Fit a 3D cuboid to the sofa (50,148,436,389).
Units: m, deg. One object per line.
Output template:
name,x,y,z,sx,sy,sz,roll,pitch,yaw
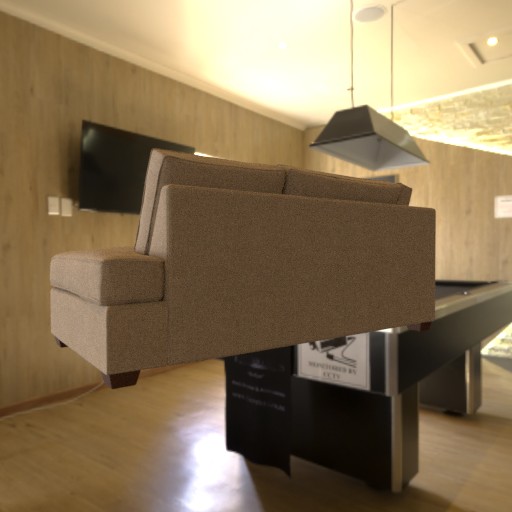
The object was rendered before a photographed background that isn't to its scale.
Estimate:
sofa,0.000,0.000,2.776,2.238,1.019,1.110,-1,1,-36
